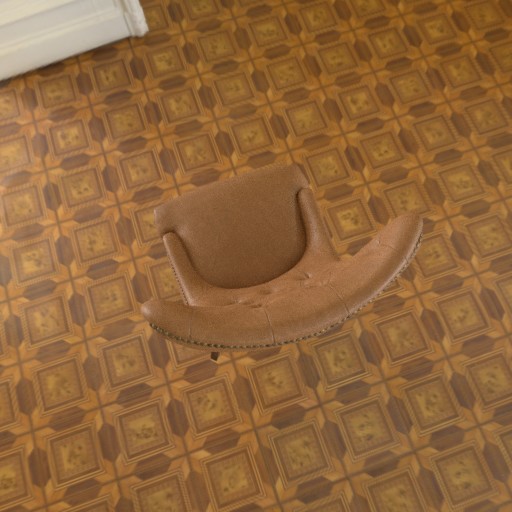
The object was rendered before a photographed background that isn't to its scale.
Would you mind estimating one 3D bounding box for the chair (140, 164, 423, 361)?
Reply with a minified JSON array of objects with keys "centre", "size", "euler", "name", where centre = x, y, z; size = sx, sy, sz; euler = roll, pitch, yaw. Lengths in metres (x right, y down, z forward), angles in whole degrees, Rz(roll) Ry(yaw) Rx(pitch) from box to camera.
[{"centre":[0.000,0.000,1.428],"size":[0.611,1.065,0.669],"euler":[-19,74,-6],"name":"chair"}]
